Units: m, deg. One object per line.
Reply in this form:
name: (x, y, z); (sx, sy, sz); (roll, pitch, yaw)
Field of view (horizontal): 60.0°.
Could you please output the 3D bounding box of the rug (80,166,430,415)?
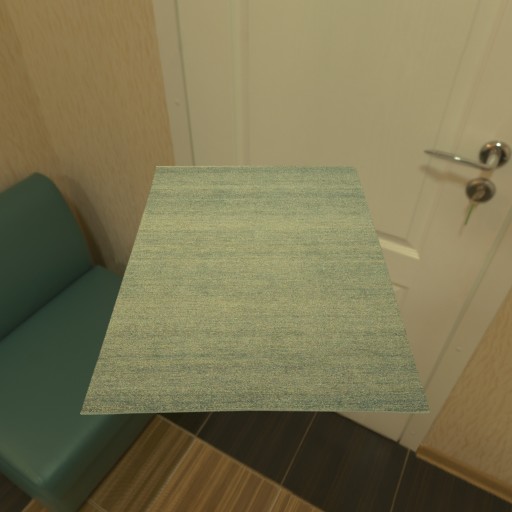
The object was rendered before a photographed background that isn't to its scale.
rug: (0.000, 0.000, 4.275); (2.461, 0.046, 3.237); (0, 43, 0)
